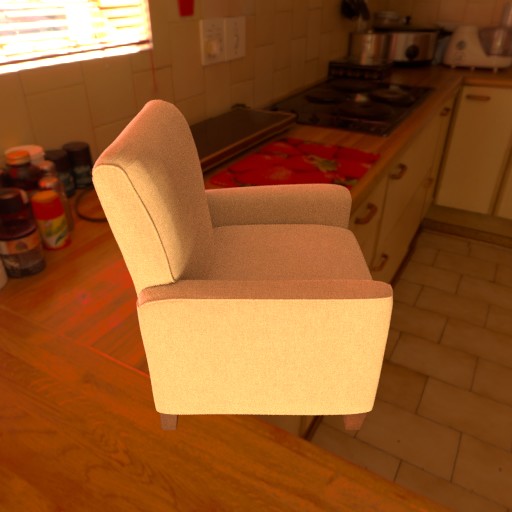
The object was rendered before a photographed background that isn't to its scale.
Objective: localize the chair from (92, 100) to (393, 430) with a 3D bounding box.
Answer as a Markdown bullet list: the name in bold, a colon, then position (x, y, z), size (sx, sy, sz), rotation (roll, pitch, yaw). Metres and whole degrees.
- **chair**: position (0.000, 0.000, 1.655), size (0.859, 1.023, 0.845), rotation (0, 32, 0)
